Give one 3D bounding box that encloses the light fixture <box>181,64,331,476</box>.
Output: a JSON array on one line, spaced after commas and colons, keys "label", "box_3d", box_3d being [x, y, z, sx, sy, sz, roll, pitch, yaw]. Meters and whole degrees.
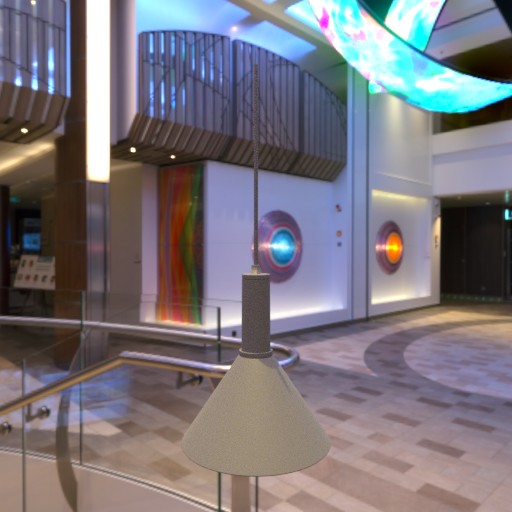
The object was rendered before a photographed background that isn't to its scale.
[{"label": "light fixture", "box_3d": [0.000, 0.000, 0.798, 0.267, 0.683, 0.267, 0, 1, 0]}]
